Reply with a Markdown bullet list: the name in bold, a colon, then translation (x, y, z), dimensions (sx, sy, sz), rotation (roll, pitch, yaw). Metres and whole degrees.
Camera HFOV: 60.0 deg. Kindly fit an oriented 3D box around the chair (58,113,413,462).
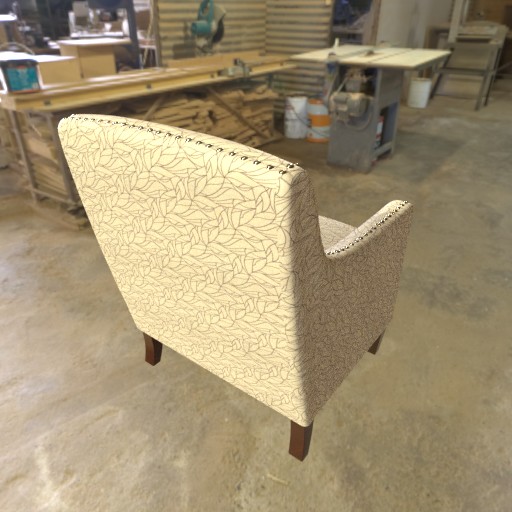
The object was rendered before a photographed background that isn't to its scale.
- **chair**: translation (0.000, 0.000, 1.222), dimensions (0.623, 0.816, 0.651), rotation (21, 36, 32)
